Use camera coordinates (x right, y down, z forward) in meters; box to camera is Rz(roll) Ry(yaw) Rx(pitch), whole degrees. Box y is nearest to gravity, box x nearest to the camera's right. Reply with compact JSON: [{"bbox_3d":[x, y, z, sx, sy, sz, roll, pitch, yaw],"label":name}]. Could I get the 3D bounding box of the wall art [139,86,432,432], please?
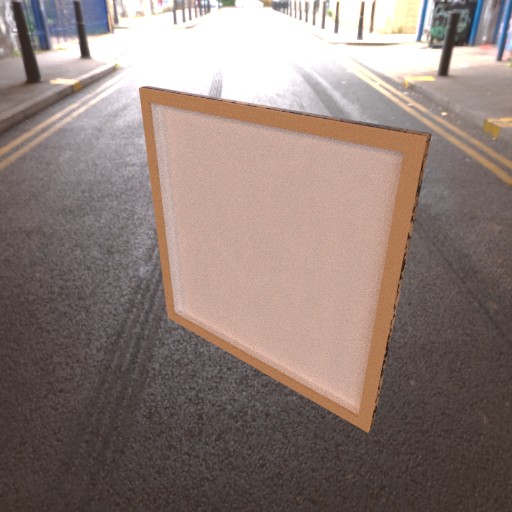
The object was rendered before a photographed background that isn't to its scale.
[{"bbox_3d":[0.000,0.000,1.391,0.914,0.914,0.038,22,37,32],"label":"wall art"}]
